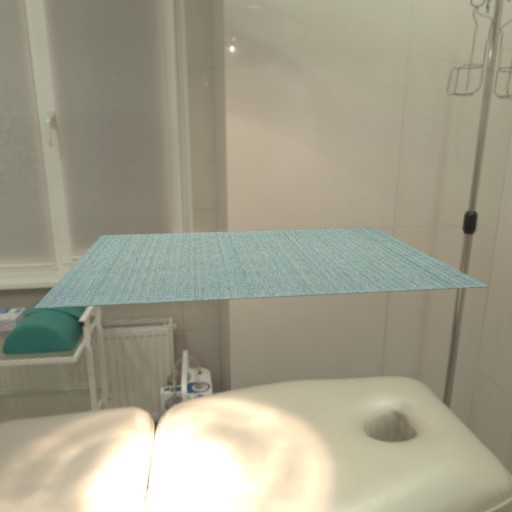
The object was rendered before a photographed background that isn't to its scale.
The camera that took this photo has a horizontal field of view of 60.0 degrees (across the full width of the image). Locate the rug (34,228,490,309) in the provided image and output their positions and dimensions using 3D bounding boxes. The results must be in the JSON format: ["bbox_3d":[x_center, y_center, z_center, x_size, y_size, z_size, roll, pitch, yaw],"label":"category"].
[{"bbox_3d":[0.000,0.000,3.731,2.895,0.006,1.982,-2,15,-7],"label":"rug"}]
